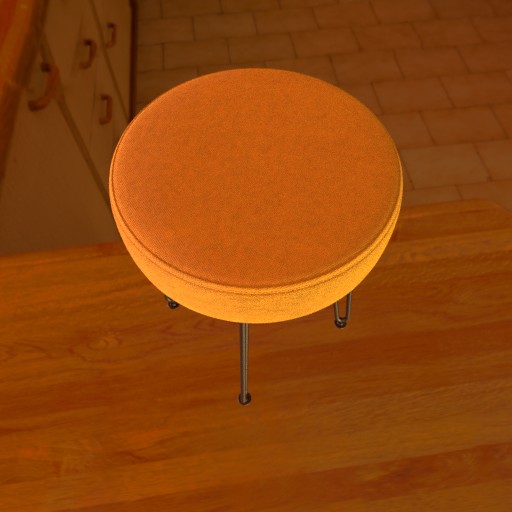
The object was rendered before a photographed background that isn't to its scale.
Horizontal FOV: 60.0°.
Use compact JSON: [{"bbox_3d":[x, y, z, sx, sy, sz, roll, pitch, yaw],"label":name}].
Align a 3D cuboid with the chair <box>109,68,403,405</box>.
[{"bbox_3d":[0.000,0.000,0.697,0.345,0.455,0.345,-34,65,-18],"label":"chair"}]
